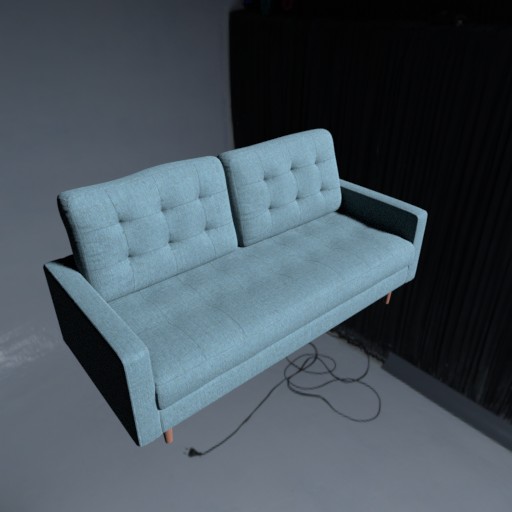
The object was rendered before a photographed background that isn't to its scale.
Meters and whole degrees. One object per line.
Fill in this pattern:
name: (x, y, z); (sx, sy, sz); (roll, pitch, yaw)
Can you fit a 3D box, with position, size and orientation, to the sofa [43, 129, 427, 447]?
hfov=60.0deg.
sofa: (0.000, 0.000, 2.507); (2.010, 1.050, 0.966); (-23, 38, -34)
